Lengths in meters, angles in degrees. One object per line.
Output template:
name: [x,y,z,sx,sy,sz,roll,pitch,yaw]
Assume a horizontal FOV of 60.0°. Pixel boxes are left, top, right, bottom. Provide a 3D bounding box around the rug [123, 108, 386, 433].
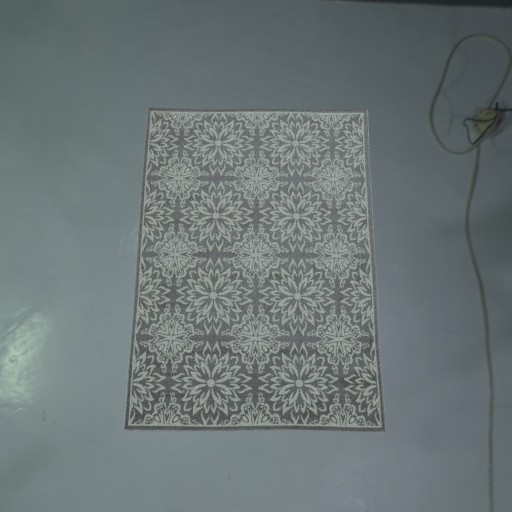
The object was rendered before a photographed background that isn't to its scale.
rug: [0.000,0.000,2.970,1.608,0.014,2.213,0,76,0]
